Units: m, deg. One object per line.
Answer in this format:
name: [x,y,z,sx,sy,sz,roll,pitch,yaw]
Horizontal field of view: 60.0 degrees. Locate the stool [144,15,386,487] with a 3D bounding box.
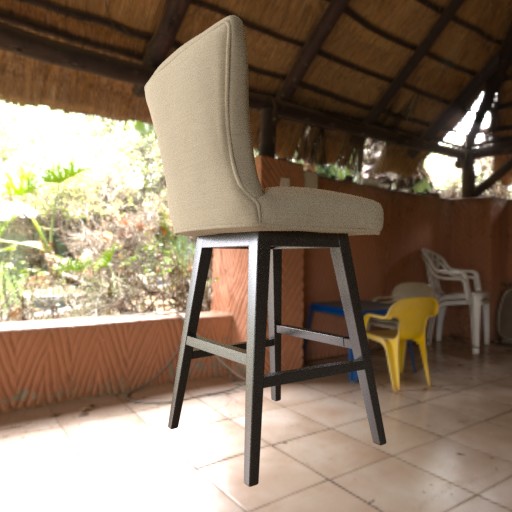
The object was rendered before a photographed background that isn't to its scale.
stool: [0.000,0.000,1.326,0.574,1.086,0.514,0,-1,-36]
